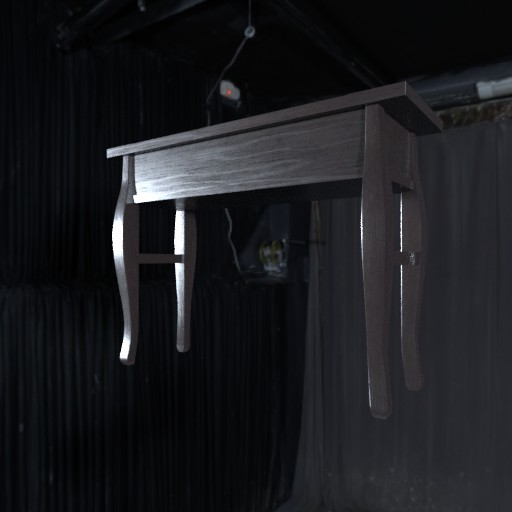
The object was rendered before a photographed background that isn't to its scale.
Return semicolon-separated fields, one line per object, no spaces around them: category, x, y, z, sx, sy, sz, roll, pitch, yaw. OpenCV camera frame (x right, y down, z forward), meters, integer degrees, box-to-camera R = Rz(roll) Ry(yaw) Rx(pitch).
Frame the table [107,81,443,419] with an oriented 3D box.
table;0.000;0.000;1.430;1.062;0.768;0.373;0;-1;35
